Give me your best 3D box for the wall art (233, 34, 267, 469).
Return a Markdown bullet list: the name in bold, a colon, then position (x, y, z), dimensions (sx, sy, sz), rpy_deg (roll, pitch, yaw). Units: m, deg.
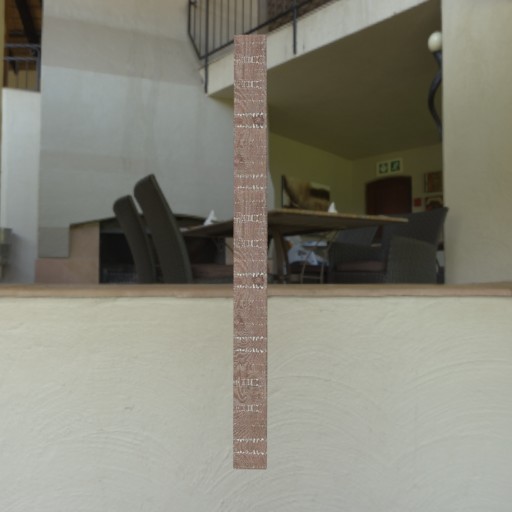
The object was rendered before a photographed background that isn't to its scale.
- **wall art**: position (0.000, 0.000, 0.806), dimensions (0.040, 0.531, 0.531), rpy_deg (0, -2, 2)
